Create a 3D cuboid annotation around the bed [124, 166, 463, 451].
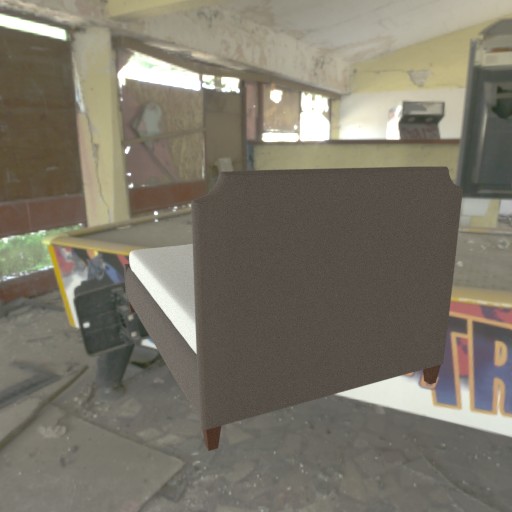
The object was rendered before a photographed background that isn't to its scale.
[{"bbox_3d":[0.000,0.000,3.486,1.713,1.443,2.372,-6,15,-25],"label":"bed"}]
